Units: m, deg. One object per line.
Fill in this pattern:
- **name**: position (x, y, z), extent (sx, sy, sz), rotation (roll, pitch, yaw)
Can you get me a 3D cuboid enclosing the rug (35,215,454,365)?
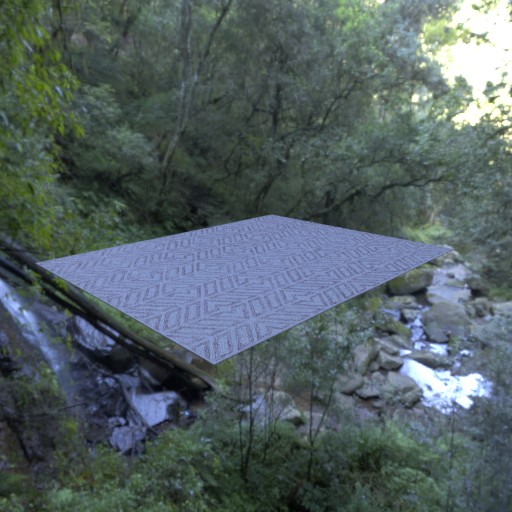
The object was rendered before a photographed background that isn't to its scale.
- **rug**: position (0.000, 0.000, 4.091), extent (2.421, 0.008, 3.045), rotation (16, 23, 42)
